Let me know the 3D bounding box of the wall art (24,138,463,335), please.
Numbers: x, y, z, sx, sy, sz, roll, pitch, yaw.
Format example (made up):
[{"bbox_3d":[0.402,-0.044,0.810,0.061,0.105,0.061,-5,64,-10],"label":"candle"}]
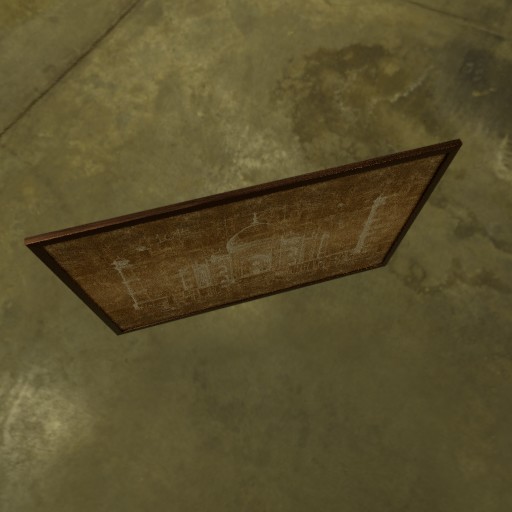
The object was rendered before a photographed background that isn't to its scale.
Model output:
[{"bbox_3d":[0.000,0.000,1.052,0.816,0.559,0.014,-14,65,-7],"label":"wall art"}]
